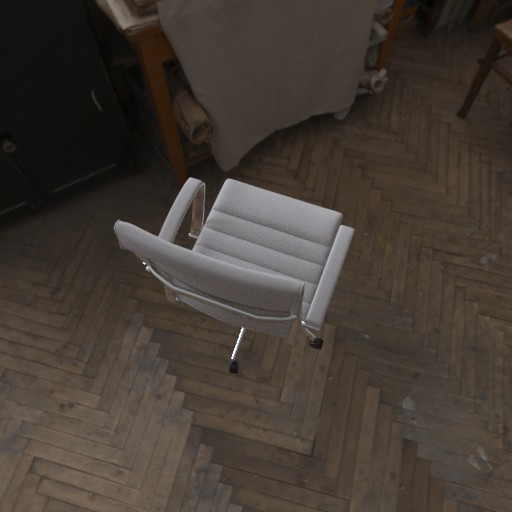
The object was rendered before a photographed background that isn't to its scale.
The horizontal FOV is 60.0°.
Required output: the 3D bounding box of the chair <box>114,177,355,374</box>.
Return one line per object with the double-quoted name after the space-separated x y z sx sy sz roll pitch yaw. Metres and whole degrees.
0.000 0.000 1.569 0.679 1.149 0.667 19 65 9 "chair"
